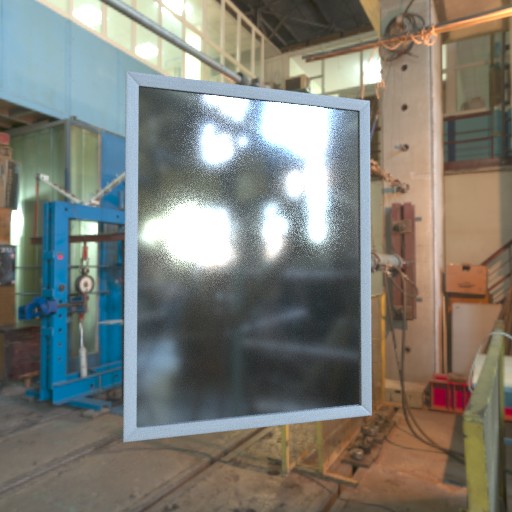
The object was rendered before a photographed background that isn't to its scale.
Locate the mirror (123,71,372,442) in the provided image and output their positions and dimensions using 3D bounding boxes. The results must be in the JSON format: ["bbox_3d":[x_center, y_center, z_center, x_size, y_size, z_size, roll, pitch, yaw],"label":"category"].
[{"bbox_3d":[0.000,0.000,1.340,0.762,1.016,0.040,0,-1,-17],"label":"mirror"}]
